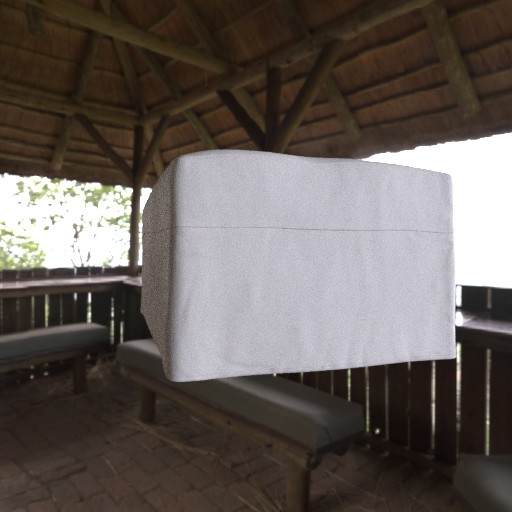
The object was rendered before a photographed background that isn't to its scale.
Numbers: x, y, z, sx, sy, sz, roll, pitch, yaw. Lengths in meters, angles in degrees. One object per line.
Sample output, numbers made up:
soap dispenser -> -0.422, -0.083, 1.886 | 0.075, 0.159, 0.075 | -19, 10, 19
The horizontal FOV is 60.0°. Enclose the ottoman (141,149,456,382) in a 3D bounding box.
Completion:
ottoman -> 0.000, 0.000, 1.206 | 0.590, 0.444, 0.872 | 0, 1, -18
